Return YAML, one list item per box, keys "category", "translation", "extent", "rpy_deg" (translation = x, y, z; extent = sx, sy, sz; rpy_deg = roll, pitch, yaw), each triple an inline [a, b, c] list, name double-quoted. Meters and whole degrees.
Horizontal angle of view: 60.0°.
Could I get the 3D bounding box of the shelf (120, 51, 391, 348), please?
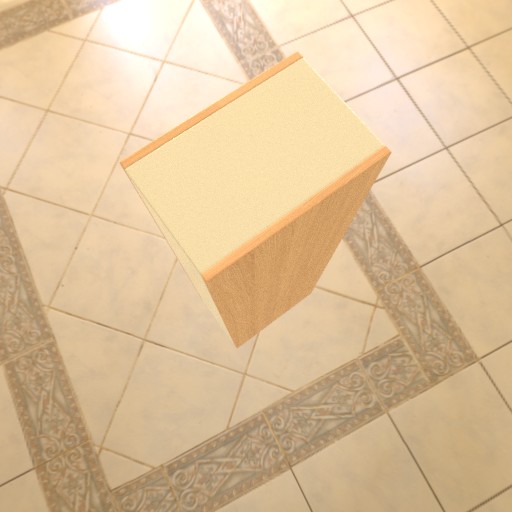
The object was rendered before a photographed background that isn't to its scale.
- category: "shelf"
  translation: [0.000, 0.000, 0.990]
  extent: [0.290, 0.882, 0.197]
  rpy_deg: [-35, 76, -10]
